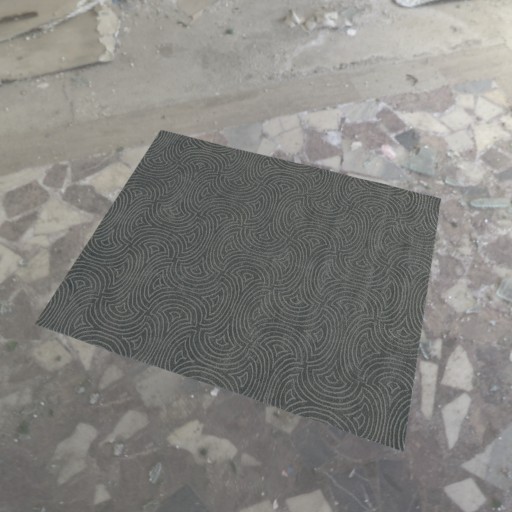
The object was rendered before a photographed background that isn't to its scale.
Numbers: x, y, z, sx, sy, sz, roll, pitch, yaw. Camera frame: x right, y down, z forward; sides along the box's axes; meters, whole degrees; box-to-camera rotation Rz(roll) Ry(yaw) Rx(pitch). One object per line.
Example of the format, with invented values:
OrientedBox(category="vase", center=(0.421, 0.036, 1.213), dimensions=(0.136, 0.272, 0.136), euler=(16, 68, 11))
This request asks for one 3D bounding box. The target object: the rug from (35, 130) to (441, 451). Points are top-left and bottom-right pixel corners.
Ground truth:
OrientedBox(category="rug", center=(0.000, 0.000, 4.024), dimensions=(3.042, 0.021, 2.456), euler=(16, 59, 10))
